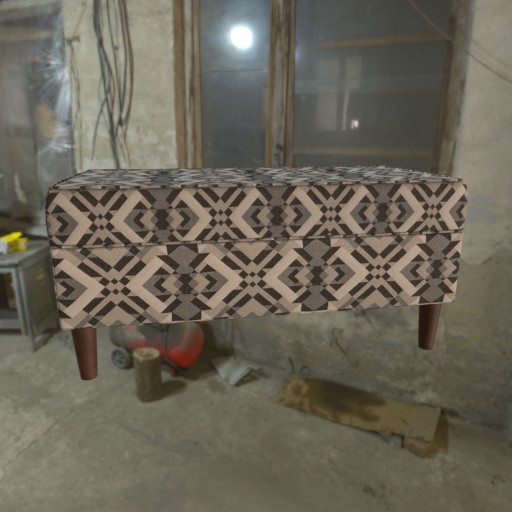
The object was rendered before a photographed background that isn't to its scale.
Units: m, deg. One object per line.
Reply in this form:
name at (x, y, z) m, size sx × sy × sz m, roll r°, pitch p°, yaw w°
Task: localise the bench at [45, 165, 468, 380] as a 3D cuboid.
bench at (0.000, 0.000, 1.298) m, size 1.016 × 0.477 × 0.492 m, roll -3°, pitch 16°, yaw -10°
